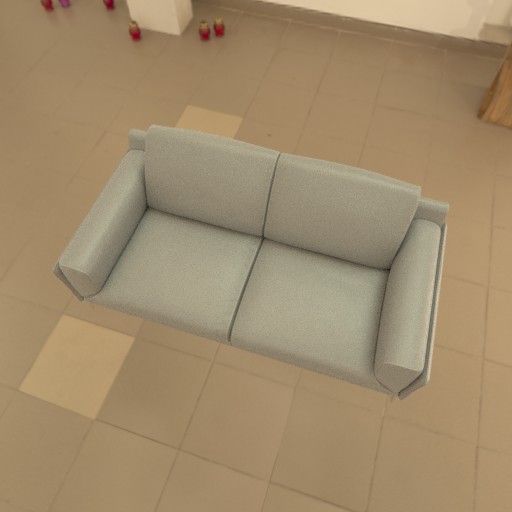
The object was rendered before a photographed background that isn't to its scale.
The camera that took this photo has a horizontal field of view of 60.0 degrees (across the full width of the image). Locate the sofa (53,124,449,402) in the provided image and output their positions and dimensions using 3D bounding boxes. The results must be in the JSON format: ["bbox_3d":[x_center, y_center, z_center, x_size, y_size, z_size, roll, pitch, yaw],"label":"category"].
[{"bbox_3d":[0.000,0.000,2.669,2.101,0.930,1.049,15,60,9],"label":"sofa"}]
